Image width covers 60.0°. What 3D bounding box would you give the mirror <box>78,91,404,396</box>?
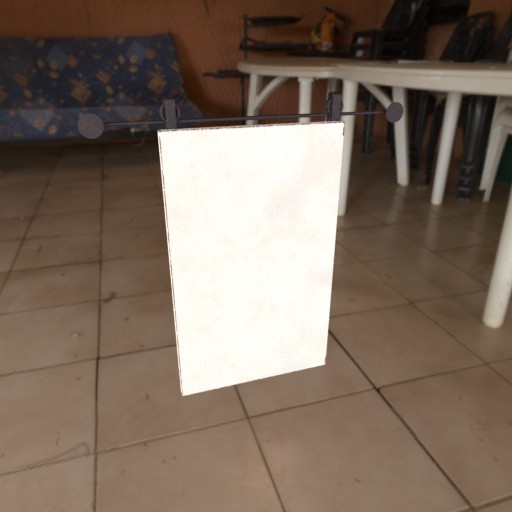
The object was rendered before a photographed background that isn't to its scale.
[{"bbox_3d":[0.000,0.000,1.224,0.808,0.844,0.037,-8,26,-17],"label":"mirror"}]
